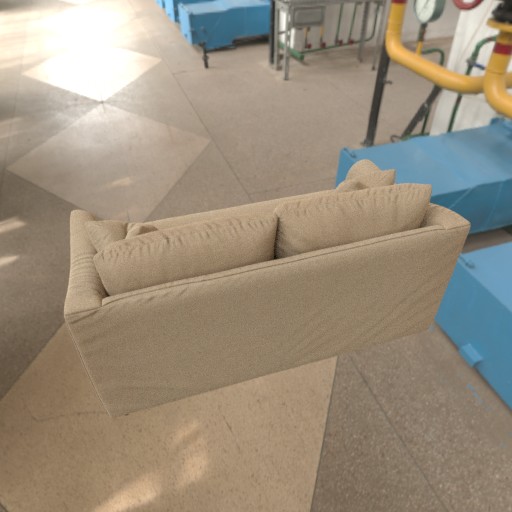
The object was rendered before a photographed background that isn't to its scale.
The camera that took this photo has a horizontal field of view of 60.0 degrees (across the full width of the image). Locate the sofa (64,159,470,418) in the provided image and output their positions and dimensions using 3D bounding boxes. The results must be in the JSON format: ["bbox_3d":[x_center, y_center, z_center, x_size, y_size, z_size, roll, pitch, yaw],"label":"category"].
[{"bbox_3d":[0.000,0.000,2.630,2.010,1.018,1.072,-12,42,-14],"label":"sofa"}]
